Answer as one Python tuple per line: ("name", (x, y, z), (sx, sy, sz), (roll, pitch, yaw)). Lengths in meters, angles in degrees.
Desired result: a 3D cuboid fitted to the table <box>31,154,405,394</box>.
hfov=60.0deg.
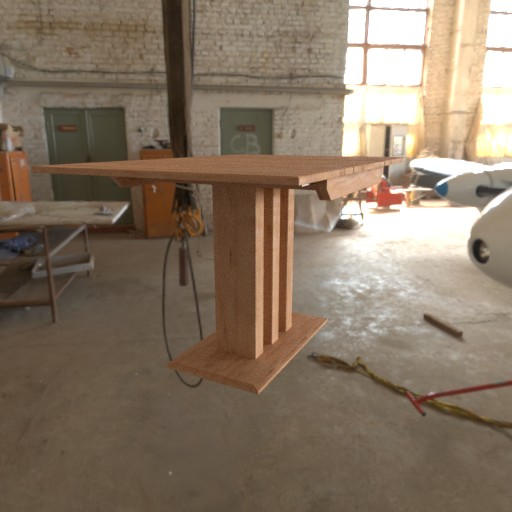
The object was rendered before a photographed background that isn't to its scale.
("table", (0.000, 0.000, 1.830), (0.900, 0.770, 1.300), (8, 17, 27))
